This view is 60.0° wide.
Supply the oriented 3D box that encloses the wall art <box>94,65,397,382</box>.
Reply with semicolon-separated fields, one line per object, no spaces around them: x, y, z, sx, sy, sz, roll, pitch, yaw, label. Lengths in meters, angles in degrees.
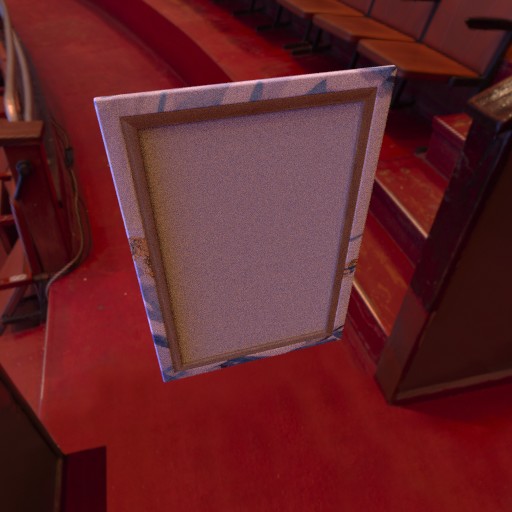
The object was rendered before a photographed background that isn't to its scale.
0.000;0.000;1.166;0.610;0.914;0.016;-11;43;-12;wall art
